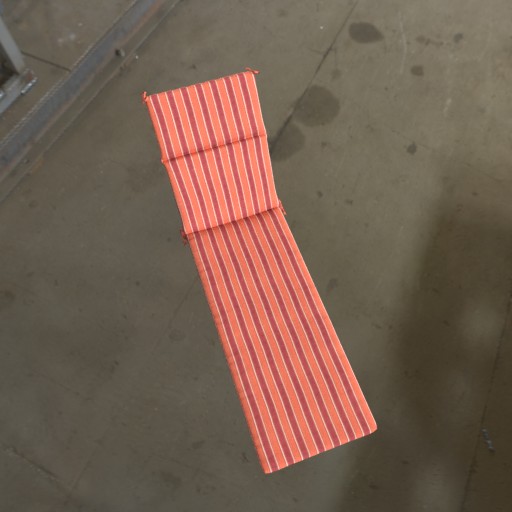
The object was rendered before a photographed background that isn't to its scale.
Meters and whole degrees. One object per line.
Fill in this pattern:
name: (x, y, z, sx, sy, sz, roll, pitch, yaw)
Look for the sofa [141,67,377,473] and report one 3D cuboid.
sofa: (0.000, 0.000, 1.962, 0.582, 0.622, 1.663, -18, 65, -9)
